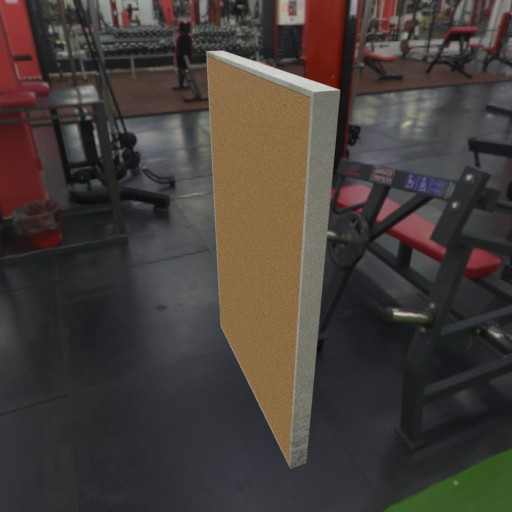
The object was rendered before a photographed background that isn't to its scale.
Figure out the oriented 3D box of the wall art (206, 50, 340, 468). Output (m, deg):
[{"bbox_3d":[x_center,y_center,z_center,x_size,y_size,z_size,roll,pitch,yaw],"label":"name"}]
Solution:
[{"bbox_3d":[0.000,0.000,0.960,0.038,0.764,0.508,-11,32,-18],"label":"wall art"}]
